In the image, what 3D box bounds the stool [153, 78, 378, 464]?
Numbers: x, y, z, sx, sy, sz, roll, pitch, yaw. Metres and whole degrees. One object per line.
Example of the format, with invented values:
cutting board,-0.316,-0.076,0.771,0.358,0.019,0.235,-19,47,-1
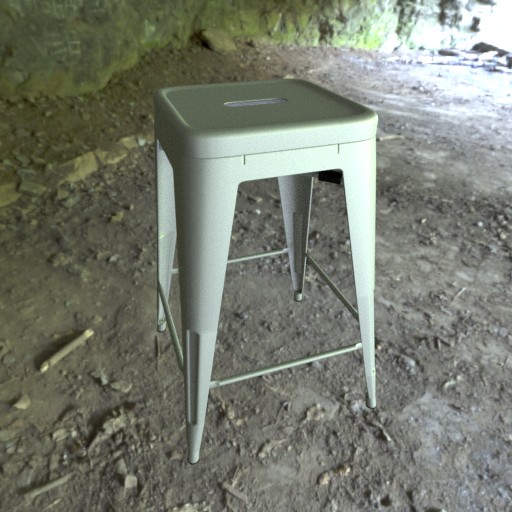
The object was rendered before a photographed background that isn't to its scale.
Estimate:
stool,0.000,0.000,0.890,0.410,0.608,0.410,-11,34,-16
